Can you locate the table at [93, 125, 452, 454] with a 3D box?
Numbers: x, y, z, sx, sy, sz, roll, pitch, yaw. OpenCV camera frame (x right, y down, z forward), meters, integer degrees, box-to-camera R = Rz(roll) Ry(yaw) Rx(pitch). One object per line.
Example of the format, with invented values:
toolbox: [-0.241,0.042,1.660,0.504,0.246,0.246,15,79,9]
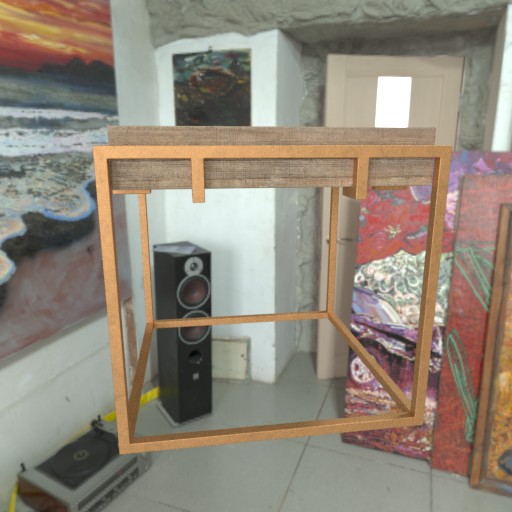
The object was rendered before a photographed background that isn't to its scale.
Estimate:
table: [0.000,0.000,1.077,0.599,0.584,0.599,-2,14,-8]
